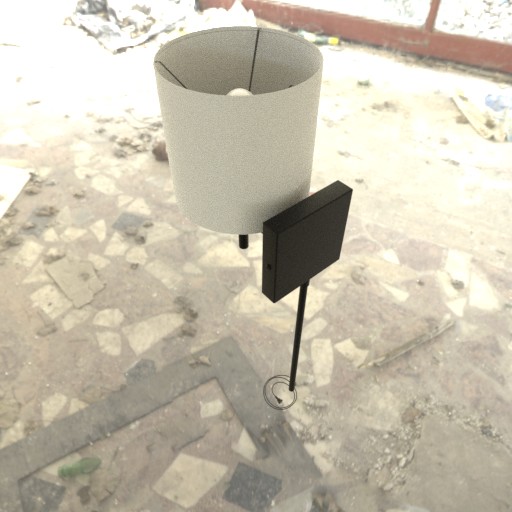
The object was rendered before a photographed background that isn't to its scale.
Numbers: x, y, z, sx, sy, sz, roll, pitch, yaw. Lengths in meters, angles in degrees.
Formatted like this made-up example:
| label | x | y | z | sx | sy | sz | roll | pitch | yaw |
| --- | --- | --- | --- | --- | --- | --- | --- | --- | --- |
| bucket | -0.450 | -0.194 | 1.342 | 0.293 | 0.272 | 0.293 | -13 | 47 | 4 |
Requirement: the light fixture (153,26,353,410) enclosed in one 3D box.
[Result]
| label | x | y | z | sx | sy | sz | roll | pitch | yaw |
| --- | --- | --- | --- | --- | --- | --- | --- | --- | --- |
| light fixture | 0.000 | 0.000 | 0.687 | 0.188 | 0.589 | 0.248 | -31 | 54 | -26 |
